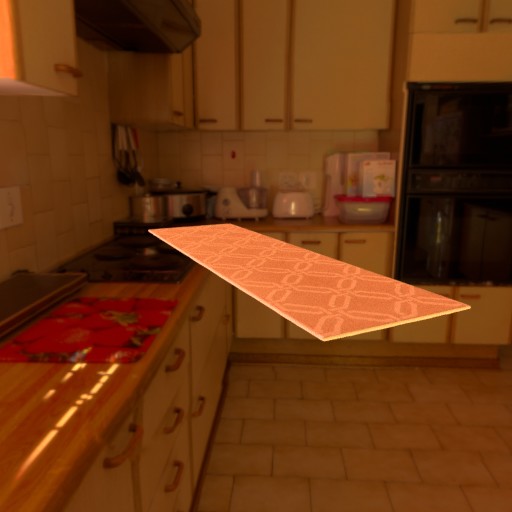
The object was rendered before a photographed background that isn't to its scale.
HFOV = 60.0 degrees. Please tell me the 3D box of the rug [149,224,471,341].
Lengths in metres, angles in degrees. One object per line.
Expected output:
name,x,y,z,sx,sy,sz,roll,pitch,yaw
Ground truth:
rug,0.000,0.000,2.518,0.678,0.014,2.276,-6,14,-26
